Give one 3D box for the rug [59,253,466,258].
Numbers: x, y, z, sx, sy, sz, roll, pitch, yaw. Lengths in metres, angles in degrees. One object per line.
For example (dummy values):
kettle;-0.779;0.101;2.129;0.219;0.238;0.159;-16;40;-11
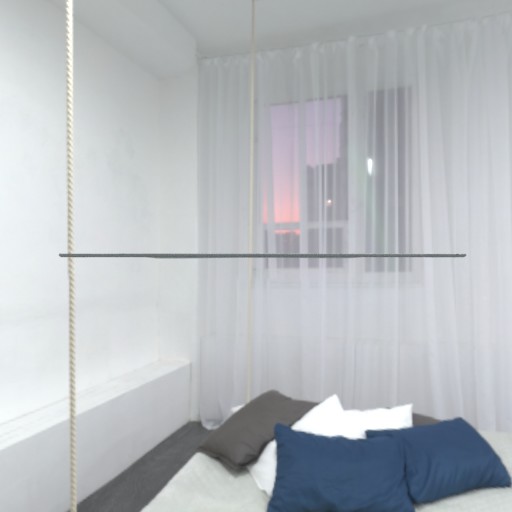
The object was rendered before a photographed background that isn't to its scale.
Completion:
rug;0.000;0.000;4.266;2.461;0.046;3.237;0;0;-2
